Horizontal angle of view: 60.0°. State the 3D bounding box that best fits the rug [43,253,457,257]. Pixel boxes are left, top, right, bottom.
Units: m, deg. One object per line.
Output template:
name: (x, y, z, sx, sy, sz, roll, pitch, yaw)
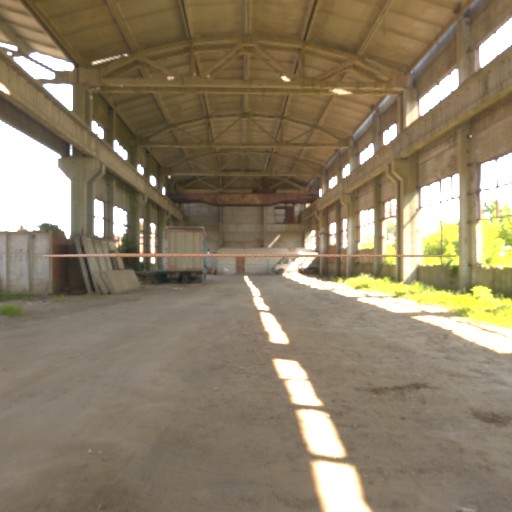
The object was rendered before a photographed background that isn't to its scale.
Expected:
rug: (0.000, 0.000, 3.062, 2.438, 0.014, 1.523, 0, 0, -36)
